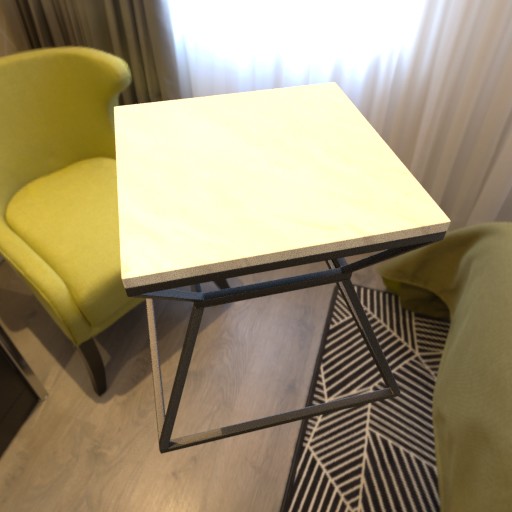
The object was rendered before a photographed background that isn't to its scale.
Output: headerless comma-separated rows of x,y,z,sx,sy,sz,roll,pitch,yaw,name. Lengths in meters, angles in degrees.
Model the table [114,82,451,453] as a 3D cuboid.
0.000,0.000,0.813,0.455,0.431,0.455,-10,47,-10,table
